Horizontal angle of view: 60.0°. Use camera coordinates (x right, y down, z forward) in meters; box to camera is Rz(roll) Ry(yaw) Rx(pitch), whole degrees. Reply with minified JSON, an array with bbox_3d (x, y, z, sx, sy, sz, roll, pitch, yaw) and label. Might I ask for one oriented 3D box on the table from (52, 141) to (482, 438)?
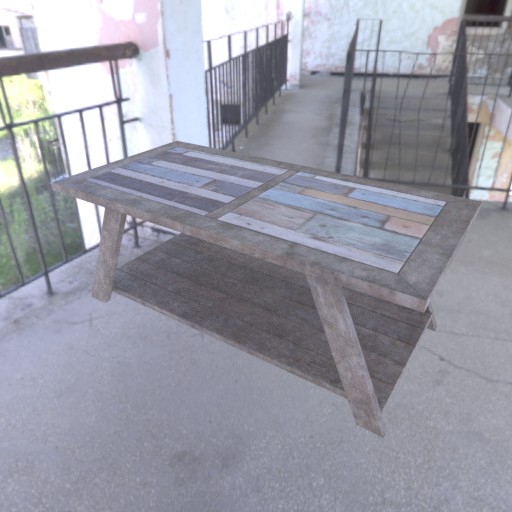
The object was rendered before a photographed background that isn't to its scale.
[{"bbox_3d":[0.000,0.000,1.513,1.219,0.470,0.610,18,34,29],"label":"table"}]
